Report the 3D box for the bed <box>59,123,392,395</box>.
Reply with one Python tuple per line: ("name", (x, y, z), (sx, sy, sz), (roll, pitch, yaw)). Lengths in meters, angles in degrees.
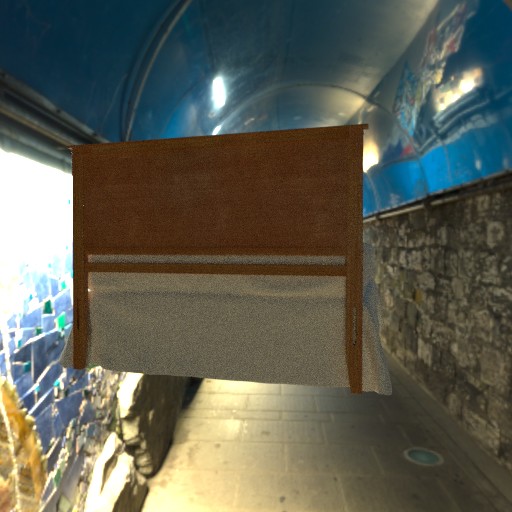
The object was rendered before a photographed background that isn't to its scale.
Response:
("bed", (0.000, 0.000, 3.247), (1.870, 1.273, 2.035), (0, 1, 16))
